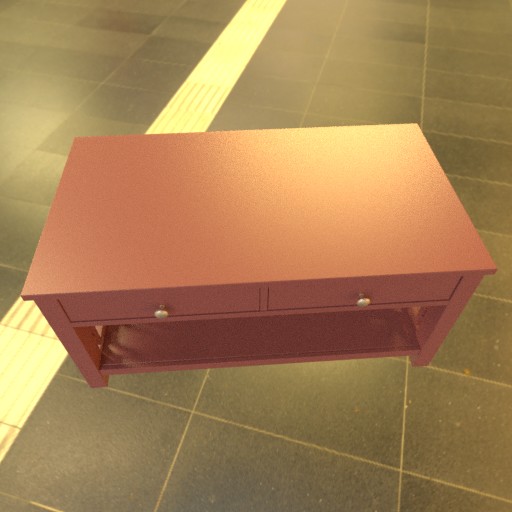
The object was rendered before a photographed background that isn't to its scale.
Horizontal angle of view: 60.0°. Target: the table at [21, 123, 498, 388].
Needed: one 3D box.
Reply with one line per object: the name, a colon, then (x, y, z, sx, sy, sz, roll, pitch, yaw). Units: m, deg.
table: (0.000, 0.000, 1.365, 1.068, 0.493, 0.612, -3, 49, -3)
